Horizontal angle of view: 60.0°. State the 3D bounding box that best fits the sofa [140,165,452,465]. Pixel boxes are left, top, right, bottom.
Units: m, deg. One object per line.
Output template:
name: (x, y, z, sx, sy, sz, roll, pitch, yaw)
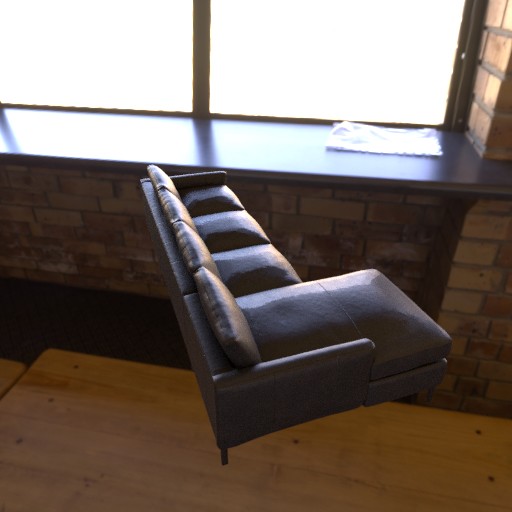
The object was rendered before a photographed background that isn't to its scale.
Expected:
sofa: (0.000, 0.000, 3.649, 1.471, 0.859, 2.993, -10, 32, -17)
